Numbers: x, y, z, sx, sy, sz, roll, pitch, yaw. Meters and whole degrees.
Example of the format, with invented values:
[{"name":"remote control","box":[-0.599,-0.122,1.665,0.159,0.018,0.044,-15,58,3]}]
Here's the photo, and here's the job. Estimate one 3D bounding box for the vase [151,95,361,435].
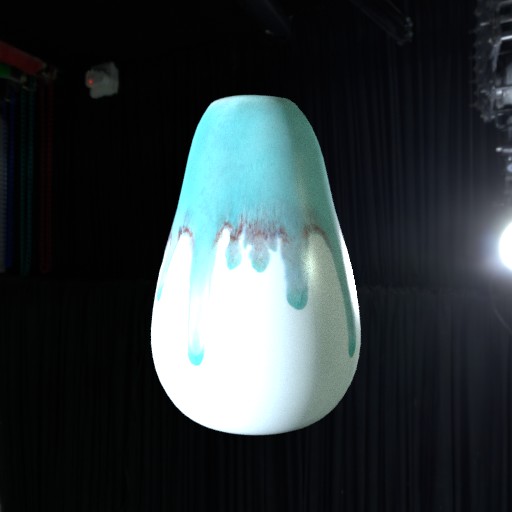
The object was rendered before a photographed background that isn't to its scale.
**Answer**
[{"name":"vase","box":[0.000,0.000,0.253,0.116,0.179,0.116,0,0,0]}]
